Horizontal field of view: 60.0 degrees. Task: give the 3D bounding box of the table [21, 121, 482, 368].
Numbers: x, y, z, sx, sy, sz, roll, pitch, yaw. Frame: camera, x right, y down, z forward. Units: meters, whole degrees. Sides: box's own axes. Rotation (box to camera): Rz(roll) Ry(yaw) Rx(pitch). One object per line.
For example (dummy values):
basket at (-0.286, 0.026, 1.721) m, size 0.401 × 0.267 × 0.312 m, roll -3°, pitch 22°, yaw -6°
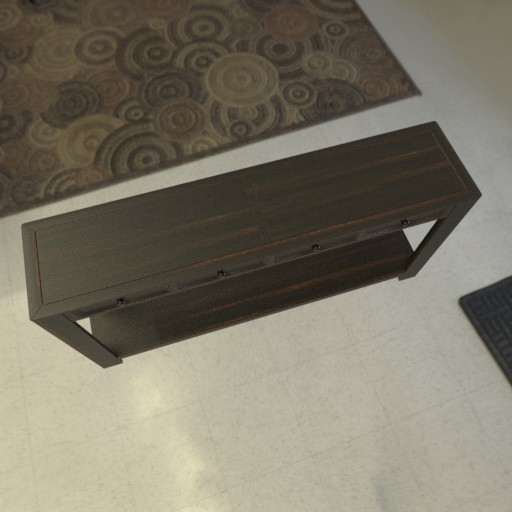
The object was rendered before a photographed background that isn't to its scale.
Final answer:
table at (0.000, 0.000, 1.942) m, size 1.631 × 0.762 × 0.384 m, roll -15°, pitch 65°, yaw -7°
